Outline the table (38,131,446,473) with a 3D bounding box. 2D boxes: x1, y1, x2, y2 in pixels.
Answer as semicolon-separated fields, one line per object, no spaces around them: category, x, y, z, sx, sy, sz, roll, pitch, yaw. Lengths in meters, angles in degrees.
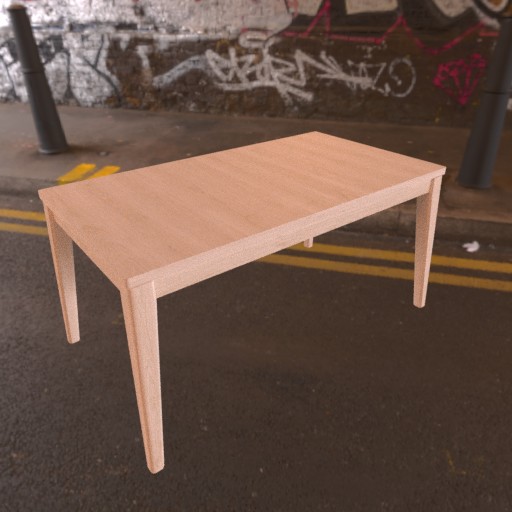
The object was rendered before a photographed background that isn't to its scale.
table;0.000;0.000;2.063;1.600;0.760;0.900;-21;36;-33
